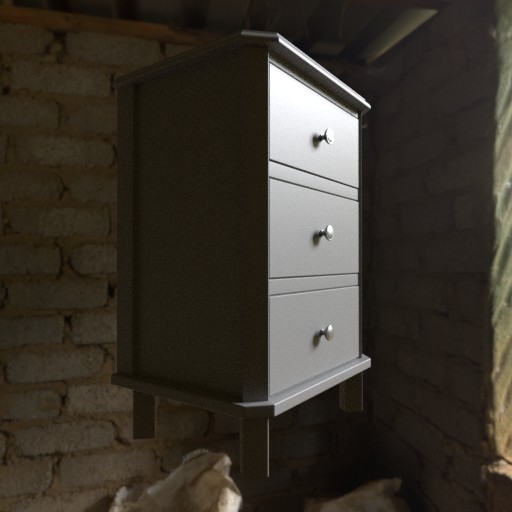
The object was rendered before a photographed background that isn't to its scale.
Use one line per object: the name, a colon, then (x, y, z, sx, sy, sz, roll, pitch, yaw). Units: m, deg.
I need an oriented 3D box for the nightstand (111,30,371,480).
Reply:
nightstand: (0.000, 0.000, 0.914, 0.350, 0.680, 0.450, 0, -1, 36)
